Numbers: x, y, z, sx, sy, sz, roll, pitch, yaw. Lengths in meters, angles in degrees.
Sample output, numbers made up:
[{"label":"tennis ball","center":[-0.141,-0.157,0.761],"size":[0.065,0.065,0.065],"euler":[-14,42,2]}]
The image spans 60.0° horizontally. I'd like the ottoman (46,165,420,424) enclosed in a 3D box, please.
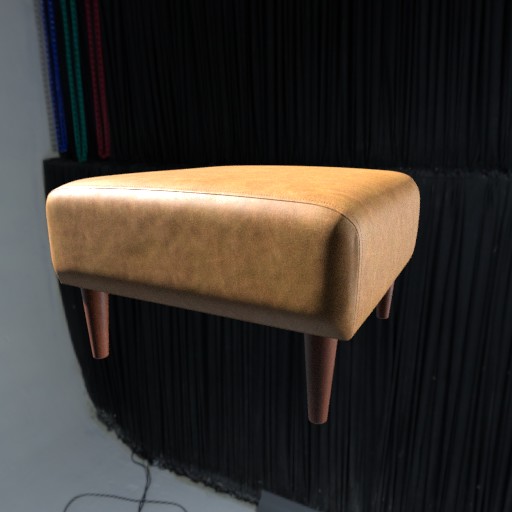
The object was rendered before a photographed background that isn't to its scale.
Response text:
[{"label":"ottoman","center":[0.000,0.000,1.046],"size":[0.650,0.399,0.650],"euler":[7,16,26]}]
